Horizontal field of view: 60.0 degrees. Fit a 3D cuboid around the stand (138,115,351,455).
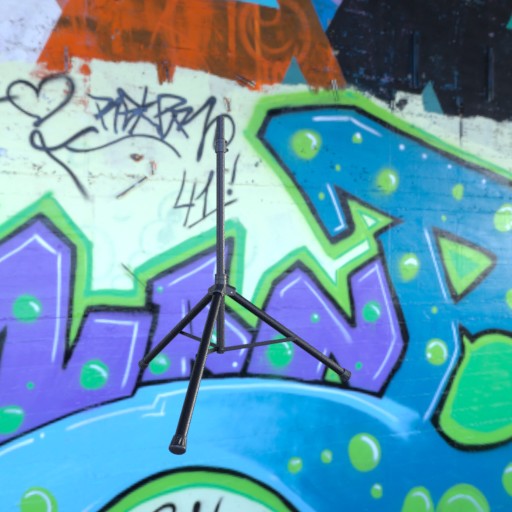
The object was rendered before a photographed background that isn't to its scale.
[{"bbox_3d":[0.000,0.000,1.865,0.907,1.136,1.045,0,1,-18],"label":"stand"}]
